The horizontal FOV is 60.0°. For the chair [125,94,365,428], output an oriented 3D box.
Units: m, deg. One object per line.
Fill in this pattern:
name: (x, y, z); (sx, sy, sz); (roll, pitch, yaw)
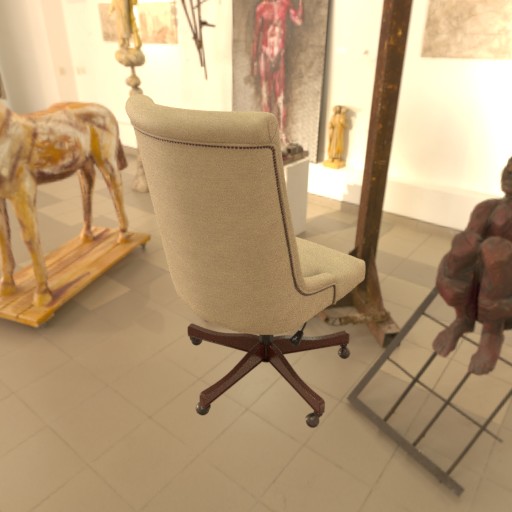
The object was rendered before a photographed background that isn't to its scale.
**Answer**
chair: (0.000, 0.000, 1.434); (0.645, 1.010, 0.696); (20, 34, 33)
